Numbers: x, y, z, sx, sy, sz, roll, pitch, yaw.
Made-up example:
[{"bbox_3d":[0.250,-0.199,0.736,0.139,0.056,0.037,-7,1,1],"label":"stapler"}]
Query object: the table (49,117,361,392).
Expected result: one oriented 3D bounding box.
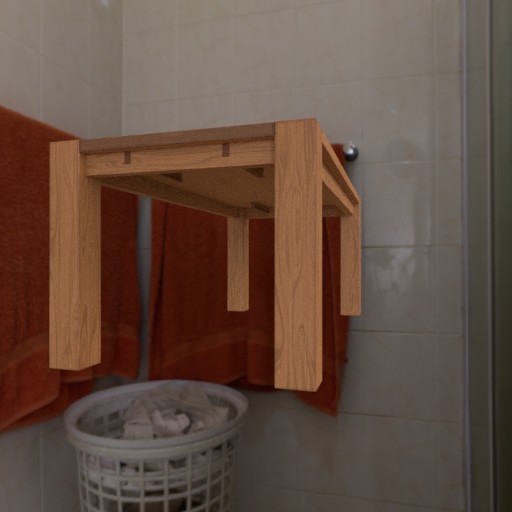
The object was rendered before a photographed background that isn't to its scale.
[{"bbox_3d":[0.000,0.000,2.217,0.900,0.760,1.800,0,0,17],"label":"table"}]
